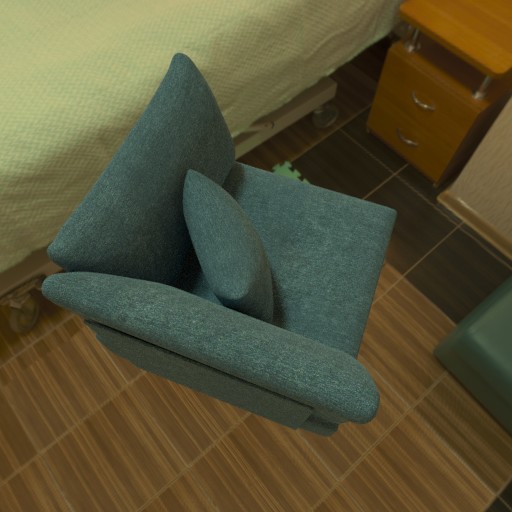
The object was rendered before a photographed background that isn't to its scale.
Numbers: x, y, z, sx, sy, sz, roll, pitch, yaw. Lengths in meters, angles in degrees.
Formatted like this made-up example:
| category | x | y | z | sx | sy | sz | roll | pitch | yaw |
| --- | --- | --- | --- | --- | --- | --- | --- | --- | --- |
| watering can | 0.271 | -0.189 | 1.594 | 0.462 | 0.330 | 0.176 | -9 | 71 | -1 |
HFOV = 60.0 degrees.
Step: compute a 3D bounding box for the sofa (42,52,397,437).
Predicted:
| category | x | y | z | sx | sy | sz | roll | pitch | yaw |
| --- | --- | --- | --- | --- | --- | --- | --- | --- | --- |
| sofa | 0.000 | 0.000 | 1.668 | 1.000 | 0.820 | 1.000 | 19 | 65 | 9 |
